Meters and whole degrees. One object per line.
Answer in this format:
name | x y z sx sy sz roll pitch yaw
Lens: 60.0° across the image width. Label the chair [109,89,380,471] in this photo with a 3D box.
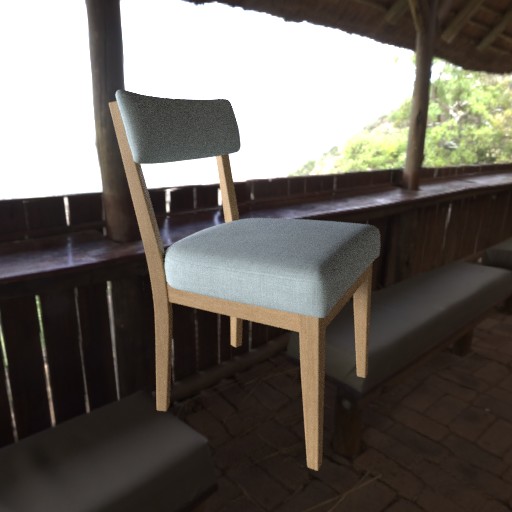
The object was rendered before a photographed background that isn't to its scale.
chair | 0.000 0.000 1.198 0.572 0.832 0.508 8 19 26
